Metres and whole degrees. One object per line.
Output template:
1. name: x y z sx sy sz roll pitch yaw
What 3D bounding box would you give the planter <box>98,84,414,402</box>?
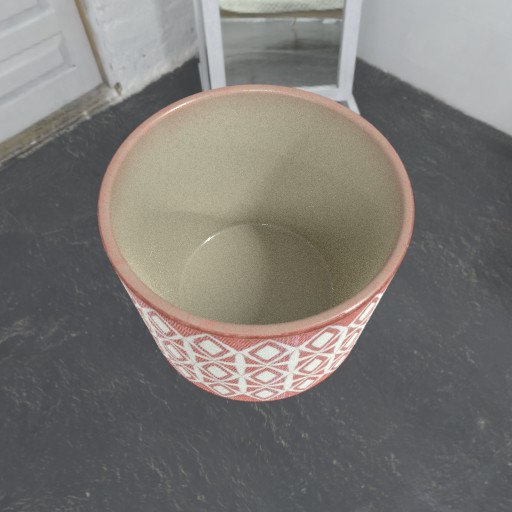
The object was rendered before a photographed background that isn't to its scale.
1. planter: 0.000 0.000 0.488 0.273 0.237 0.273 0 60 0
